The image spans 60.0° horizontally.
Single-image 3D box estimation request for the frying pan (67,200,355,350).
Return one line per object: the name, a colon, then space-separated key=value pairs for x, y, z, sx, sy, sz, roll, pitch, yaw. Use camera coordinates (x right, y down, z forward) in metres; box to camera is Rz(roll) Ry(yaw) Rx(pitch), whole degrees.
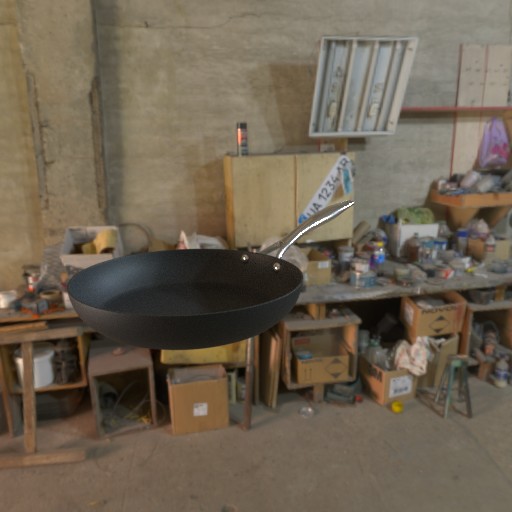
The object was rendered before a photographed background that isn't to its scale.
frying pan: x=0.000 y=0.000 z=0.574 sx=0.255 sy=0.105 sz=0.472 roll=13 pitch=19 yaw=42
